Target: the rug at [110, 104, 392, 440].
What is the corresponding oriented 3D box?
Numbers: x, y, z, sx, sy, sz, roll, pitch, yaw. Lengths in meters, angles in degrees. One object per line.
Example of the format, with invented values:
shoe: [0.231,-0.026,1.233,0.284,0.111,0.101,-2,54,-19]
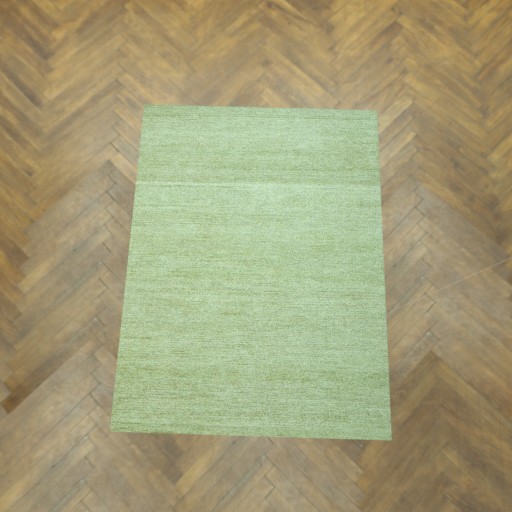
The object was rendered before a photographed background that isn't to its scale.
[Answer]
rug: [0.000,0.000,4.213,2.425,0.016,3.198,2,75,0]
